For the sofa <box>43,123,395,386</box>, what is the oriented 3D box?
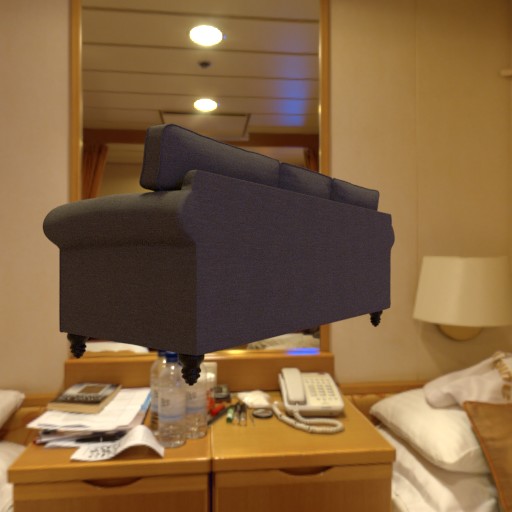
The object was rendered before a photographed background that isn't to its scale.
[{"bbox_3d":[0.000,0.000,2.565,0.909,0.966,2.084,0,-1,37],"label":"sofa"}]
